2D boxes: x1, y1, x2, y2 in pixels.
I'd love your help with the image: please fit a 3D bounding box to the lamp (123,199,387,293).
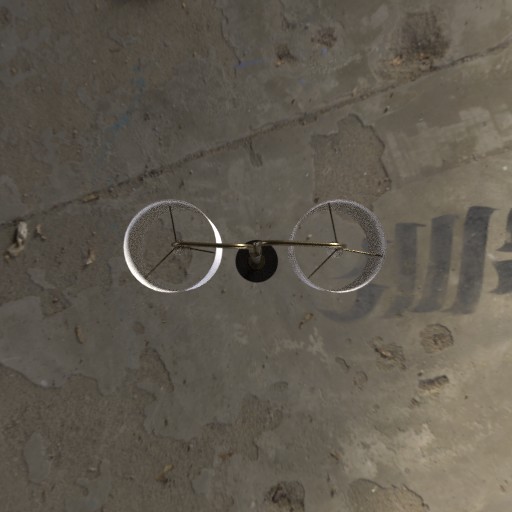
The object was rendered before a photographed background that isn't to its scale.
[{"bbox_3d":[0.000,0.000,1.853,0.711,1.587,0.254,0,88,0],"label":"lamp"}]
